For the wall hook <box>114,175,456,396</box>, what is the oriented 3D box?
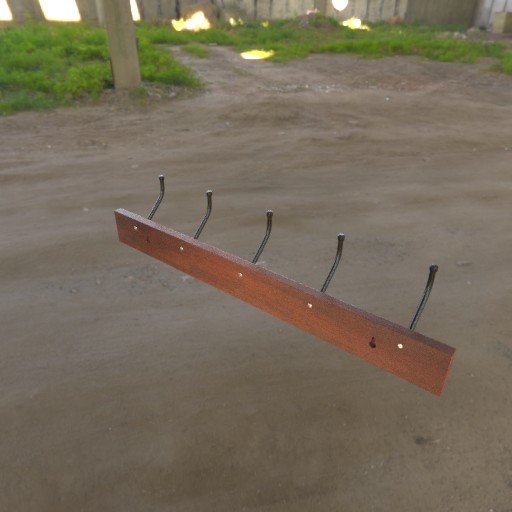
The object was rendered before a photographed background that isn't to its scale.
[{"bbox_3d":[0.000,0.000,0.633,0.571,0.117,0.071,22,37,33],"label":"wall hook"}]
